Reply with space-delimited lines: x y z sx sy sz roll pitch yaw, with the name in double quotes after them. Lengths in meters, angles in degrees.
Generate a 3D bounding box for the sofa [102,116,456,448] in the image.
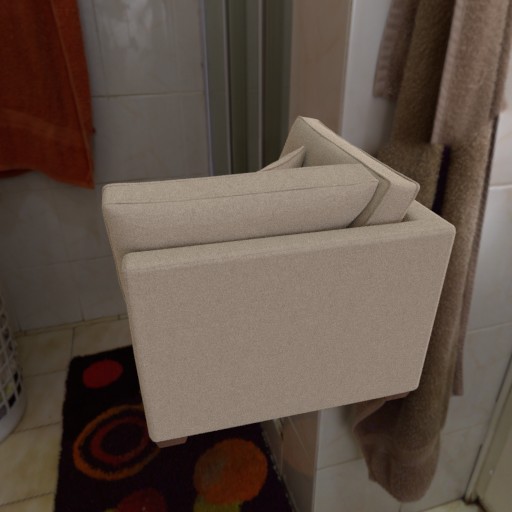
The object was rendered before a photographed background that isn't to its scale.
0.000 0.000 1.982 1.146 1.002 1.084 -7 30 -12 "sofa"
